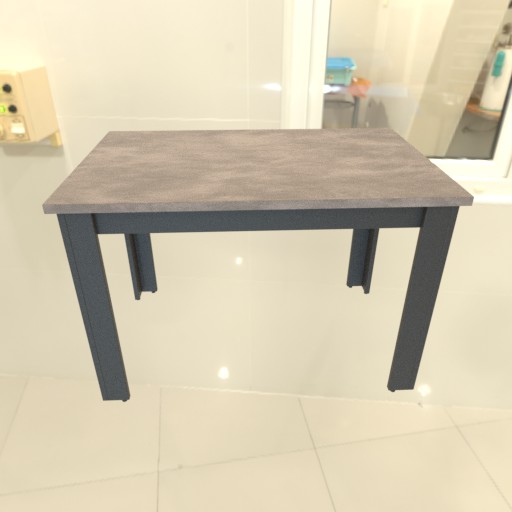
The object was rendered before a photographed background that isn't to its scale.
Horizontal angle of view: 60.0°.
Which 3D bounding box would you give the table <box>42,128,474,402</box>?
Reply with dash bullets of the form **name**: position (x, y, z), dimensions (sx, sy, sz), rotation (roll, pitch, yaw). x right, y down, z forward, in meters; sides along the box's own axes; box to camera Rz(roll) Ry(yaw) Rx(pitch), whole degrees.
- **table**: position (0.000, 0.000, 1.611), dimensions (1.100, 0.734, 0.700), rotation (-1, 30, -2)
